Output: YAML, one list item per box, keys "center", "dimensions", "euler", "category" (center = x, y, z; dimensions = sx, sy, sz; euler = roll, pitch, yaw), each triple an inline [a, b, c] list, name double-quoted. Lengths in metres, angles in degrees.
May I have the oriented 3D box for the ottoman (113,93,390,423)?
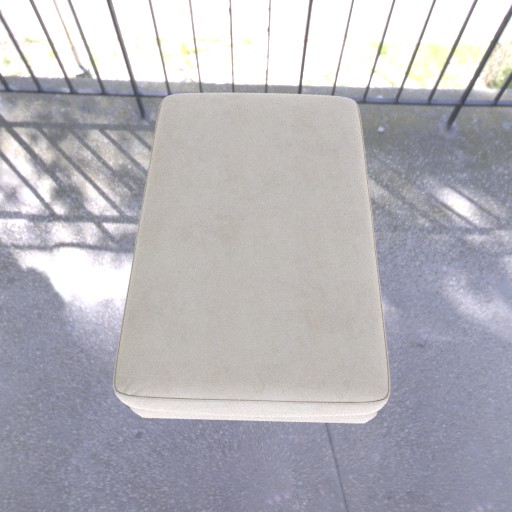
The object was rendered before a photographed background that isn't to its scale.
- center: [0.000, 0.000, 1.228]
  dimensions: [0.584, 0.483, 0.864]
  euler: [1, 63, 1]
  category: "ottoman"
